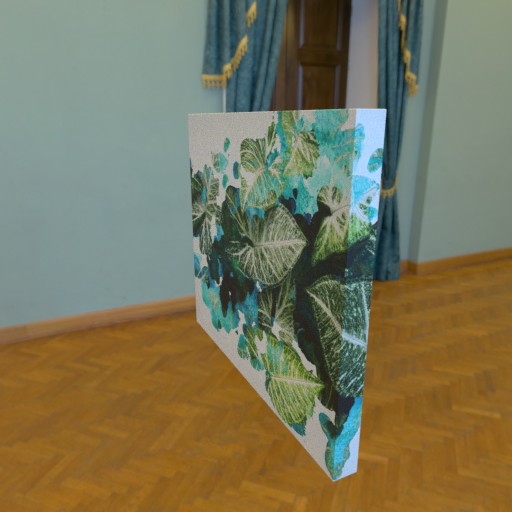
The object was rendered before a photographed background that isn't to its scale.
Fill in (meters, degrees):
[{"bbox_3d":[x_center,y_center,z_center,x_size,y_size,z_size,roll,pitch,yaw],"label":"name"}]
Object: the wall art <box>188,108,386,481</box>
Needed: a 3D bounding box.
[{"bbox_3d":[0.000,0.000,0.705,0.041,0.435,0.507,-8,19,-25],"label":"wall art"}]
